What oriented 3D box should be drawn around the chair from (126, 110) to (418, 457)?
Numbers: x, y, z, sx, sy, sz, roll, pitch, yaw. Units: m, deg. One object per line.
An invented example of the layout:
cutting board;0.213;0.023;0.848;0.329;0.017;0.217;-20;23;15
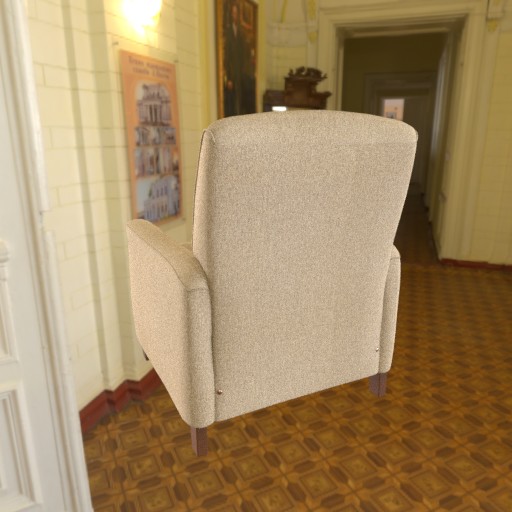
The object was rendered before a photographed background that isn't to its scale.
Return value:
chair;0.000;0.000;1.675;0.848;1.014;0.864;-8;17;-26
